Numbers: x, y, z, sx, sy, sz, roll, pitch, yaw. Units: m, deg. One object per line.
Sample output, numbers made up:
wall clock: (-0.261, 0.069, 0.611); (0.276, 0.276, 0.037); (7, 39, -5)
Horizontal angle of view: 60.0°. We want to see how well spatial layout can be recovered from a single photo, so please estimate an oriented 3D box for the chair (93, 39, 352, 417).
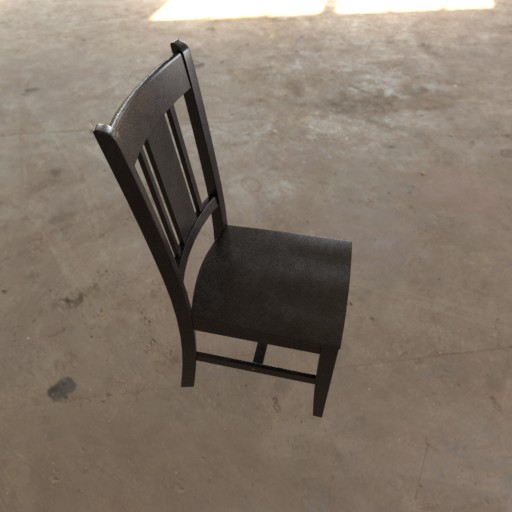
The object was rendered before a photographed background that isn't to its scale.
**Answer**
chair: (0.000, 0.000, 1.278); (0.555, 0.998, 0.450); (9, 47, 9)
